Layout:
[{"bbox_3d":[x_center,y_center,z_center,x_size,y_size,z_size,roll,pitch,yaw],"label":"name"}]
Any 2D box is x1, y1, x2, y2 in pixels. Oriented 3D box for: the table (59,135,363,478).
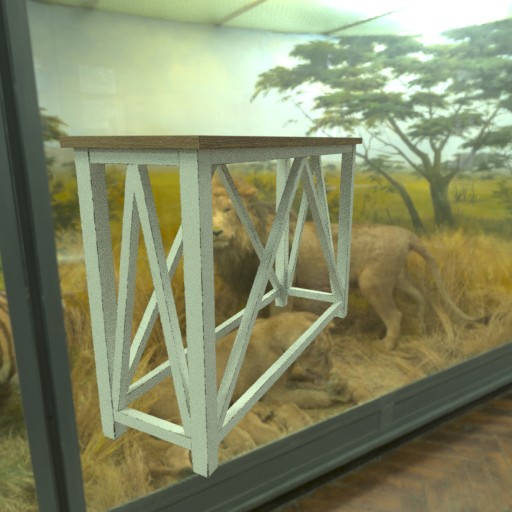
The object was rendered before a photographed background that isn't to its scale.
[{"bbox_3d":[0.000,0.000,1.795,0.450,0.930,1.400,8,17,27],"label":"table"}]
